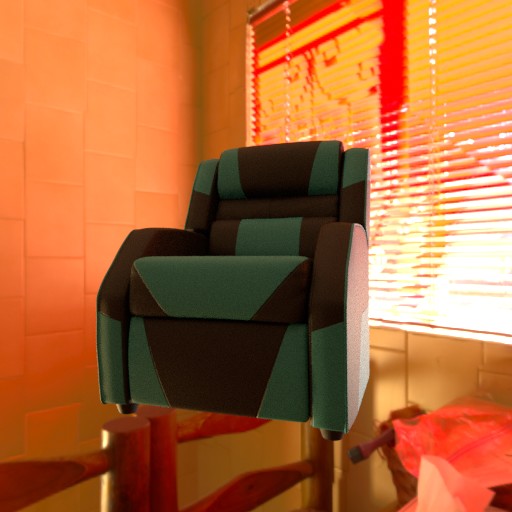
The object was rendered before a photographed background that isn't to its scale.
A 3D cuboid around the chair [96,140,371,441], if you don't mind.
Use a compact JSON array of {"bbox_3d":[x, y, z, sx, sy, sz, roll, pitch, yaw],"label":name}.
[{"bbox_3d":[0.000,0.000,1.299,0.620,0.805,0.672,0,-1,19],"label":"chair"}]
